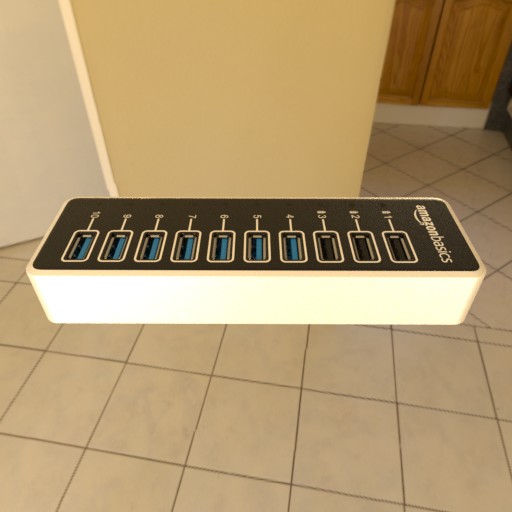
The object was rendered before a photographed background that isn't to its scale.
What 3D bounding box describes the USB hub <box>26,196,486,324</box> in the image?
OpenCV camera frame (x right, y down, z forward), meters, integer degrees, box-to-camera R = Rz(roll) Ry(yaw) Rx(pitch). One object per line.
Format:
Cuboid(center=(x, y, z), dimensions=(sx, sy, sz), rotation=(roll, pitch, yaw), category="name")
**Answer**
Cuboid(center=(0.000, 0.000, 0.160), dimensions=(0.145, 0.023, 0.044), rotation=(0, 41, 0), category="USB hub")
